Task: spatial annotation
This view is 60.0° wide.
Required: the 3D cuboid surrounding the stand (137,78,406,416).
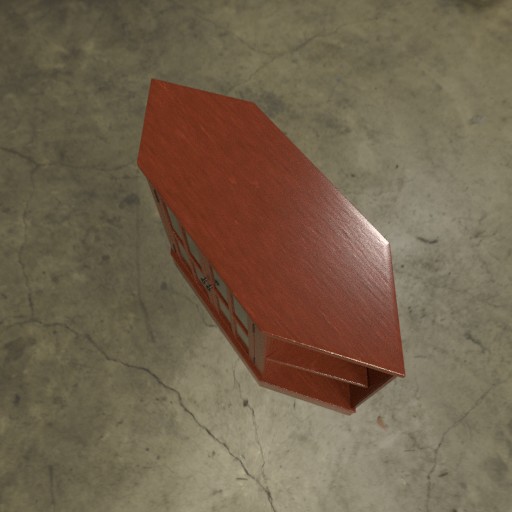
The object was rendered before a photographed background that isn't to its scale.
[{"bbox_3d":[0.000,0.000,1.387,0.381,0.614,1.072,-32,67,-15],"label":"stand"}]
